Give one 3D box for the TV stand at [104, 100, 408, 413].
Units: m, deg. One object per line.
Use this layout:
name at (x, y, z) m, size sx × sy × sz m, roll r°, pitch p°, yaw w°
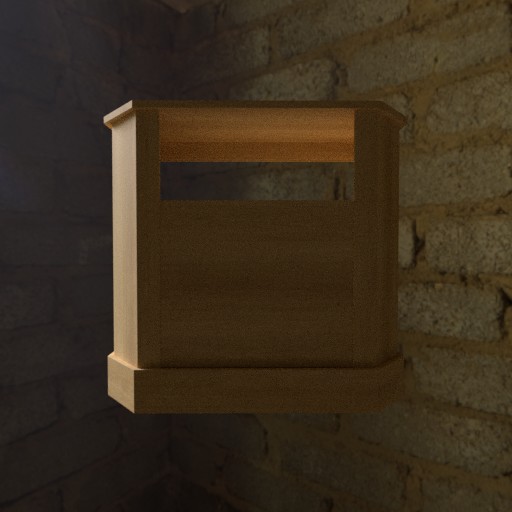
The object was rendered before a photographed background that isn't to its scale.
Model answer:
TV stand at (0.000, 0.000, 1.319) m, size 0.851 × 0.781 × 0.425 m, roll 0°, pitch 2°, yaw 0°
